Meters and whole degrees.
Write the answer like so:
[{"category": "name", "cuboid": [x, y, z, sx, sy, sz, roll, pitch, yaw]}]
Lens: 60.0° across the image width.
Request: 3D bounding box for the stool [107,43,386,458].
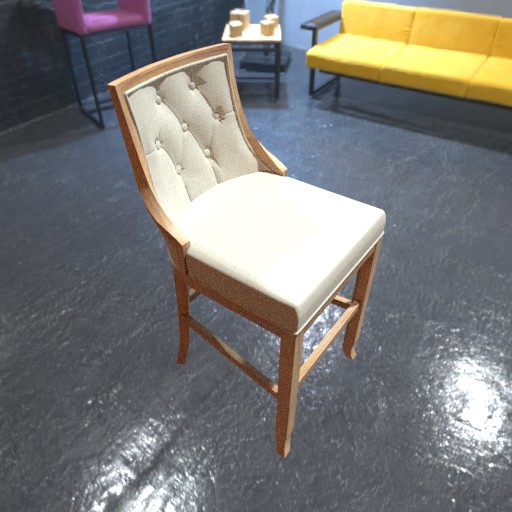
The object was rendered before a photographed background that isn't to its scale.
[{"category": "stool", "cuboid": [0.000, 0.000, 1.422, 0.626, 1.101, 0.524, 26, 47, 27]}]
